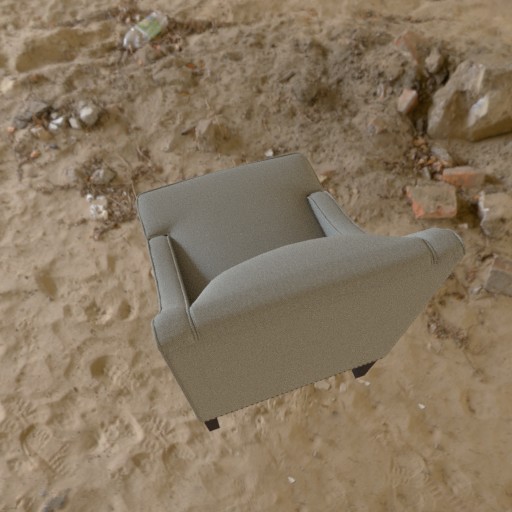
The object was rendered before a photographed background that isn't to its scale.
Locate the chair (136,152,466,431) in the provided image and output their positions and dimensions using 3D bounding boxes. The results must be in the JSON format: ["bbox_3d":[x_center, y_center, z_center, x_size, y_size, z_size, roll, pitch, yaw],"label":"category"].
[{"bbox_3d":[0.000,0.000,1.323,0.610,0.864,0.737,-17,61,-10],"label":"chair"}]
